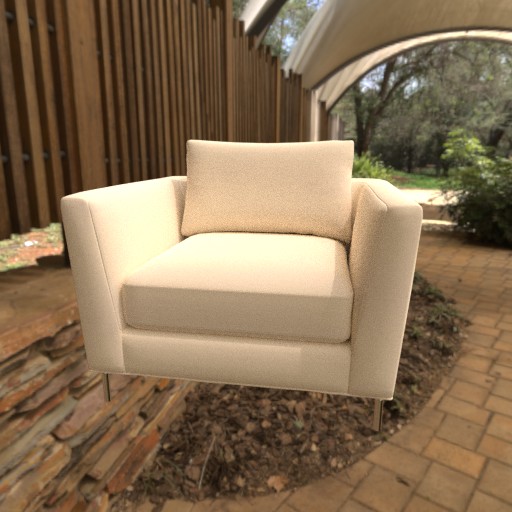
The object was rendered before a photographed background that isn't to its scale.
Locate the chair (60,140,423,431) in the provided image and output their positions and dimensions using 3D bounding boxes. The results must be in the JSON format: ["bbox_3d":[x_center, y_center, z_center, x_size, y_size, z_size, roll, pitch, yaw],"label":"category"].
[{"bbox_3d":[0.000,0.000,1.692,1.041,0.865,0.889,2,14,10],"label":"chair"}]
